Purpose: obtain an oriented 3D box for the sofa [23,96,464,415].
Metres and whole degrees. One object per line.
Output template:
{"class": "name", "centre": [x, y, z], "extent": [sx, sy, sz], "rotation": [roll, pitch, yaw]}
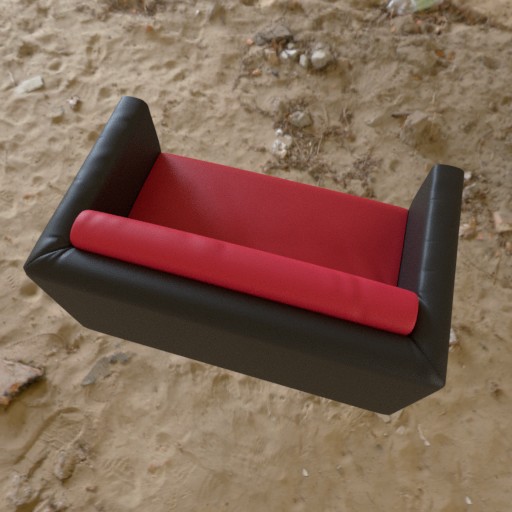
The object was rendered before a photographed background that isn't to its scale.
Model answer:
{"class": "sofa", "centre": [0.000, 0.000, 1.841], "extent": [1.410, 0.735, 0.845], "rotation": [14, 64, 7]}
